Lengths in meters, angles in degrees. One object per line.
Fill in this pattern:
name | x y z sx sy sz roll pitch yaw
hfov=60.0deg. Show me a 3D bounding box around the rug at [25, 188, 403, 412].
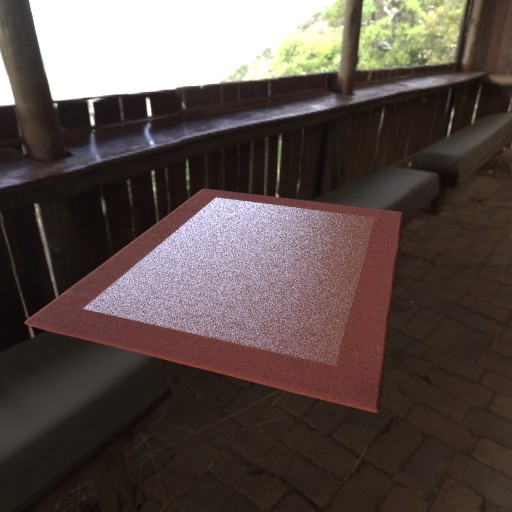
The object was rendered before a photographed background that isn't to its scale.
rug | 0.000 0.000 3.980 2.430 0.018 2.976 9 29 17
